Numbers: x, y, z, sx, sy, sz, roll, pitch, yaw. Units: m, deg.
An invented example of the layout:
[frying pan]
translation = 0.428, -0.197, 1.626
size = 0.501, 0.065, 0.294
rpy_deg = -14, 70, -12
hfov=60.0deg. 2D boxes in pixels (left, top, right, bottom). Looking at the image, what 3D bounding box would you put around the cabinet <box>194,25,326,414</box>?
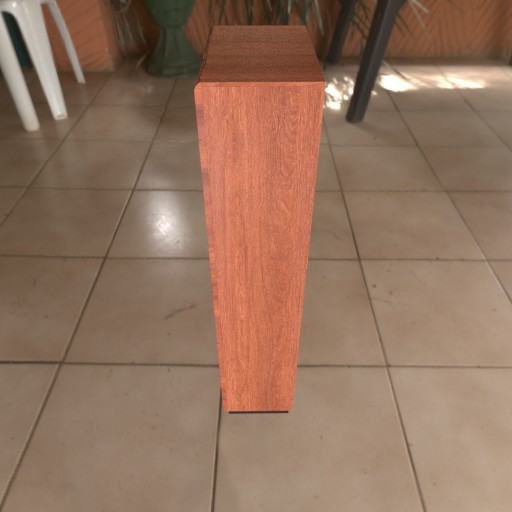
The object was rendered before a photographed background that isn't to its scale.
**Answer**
[cabinet]
translation = 0.000, 0.000, 2.254
size = 0.420, 1.980, 0.660
rpy_deg = 0, 41, 0
